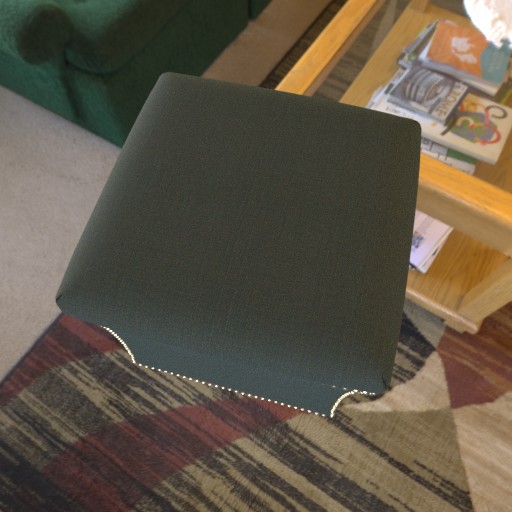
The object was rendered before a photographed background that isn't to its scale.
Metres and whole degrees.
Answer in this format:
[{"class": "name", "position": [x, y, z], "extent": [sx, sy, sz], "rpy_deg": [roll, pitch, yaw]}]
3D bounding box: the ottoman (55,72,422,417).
[{"class": "ottoman", "position": [0.000, 0.000, 0.889], "extent": [0.507, 0.475, 0.497], "rpy_deg": [13, 65, 6]}]
